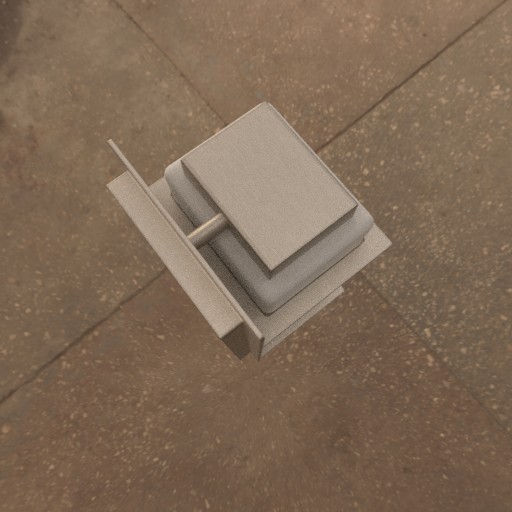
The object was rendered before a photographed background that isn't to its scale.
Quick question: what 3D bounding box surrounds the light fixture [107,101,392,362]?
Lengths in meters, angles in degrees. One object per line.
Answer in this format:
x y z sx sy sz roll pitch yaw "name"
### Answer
0.000 0.000 0.472 0.160 0.380 0.168 -37 78 -9 "light fixture"
